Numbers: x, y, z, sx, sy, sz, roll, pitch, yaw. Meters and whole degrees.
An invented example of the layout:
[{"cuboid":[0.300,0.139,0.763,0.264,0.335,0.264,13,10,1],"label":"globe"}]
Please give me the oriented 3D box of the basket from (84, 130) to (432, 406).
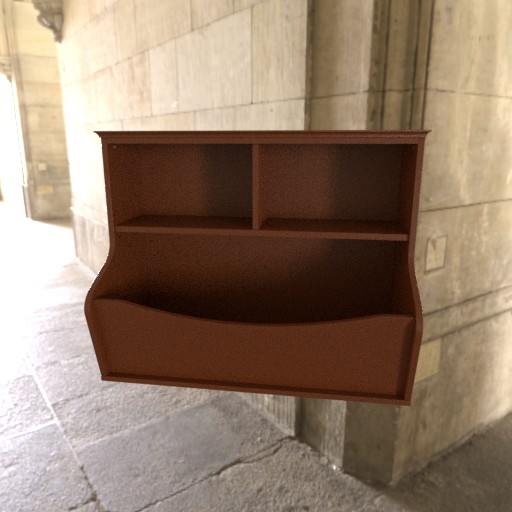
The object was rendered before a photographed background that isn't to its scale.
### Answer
[{"cuboid":[0.000,0.000,1.149,0.792,0.625,0.376,2,15,8],"label":"basket"}]
